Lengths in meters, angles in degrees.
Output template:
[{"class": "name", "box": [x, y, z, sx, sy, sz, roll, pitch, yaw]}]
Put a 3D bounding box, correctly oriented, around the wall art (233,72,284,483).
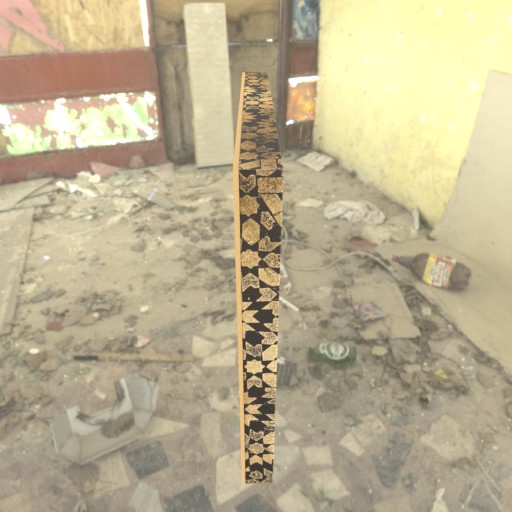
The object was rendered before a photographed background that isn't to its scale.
[{"class": "wall art", "box": [0.000, 0.000, 0.608, 0.038, 0.405, 0.405, 0, 32, 0]}]
